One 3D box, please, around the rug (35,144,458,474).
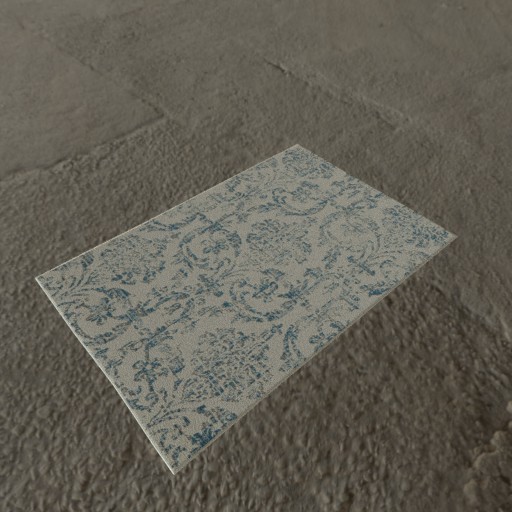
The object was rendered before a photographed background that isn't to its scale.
[{"bbox_3d":[0.000,0.000,2.284,1.831,0.012,1.213,-32,54,-27],"label":"rug"}]
